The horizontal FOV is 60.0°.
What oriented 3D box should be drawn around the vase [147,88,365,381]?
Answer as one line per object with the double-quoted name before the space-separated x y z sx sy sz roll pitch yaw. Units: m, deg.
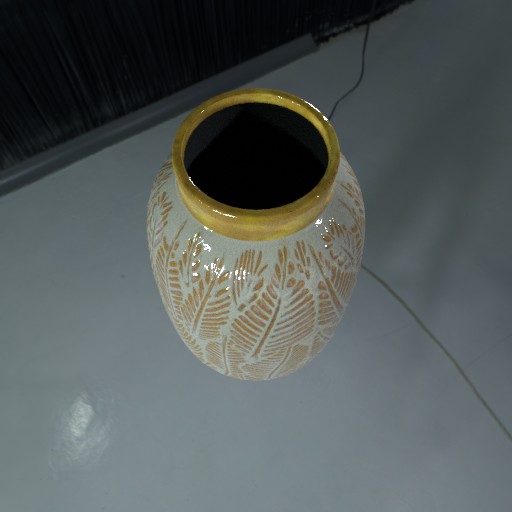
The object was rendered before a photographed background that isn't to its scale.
"vase" 0.000 0.000 0.372 0.172 0.270 0.172 0 63 0
